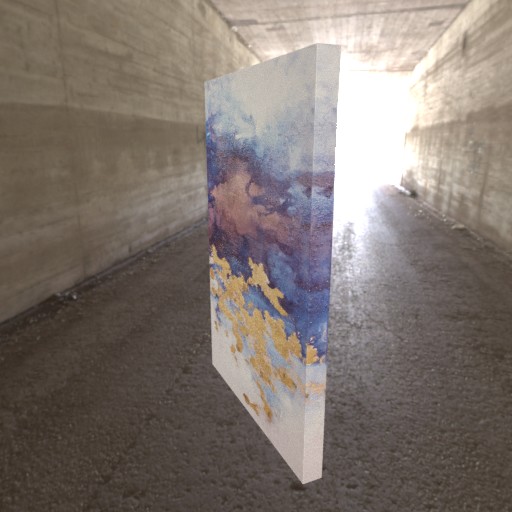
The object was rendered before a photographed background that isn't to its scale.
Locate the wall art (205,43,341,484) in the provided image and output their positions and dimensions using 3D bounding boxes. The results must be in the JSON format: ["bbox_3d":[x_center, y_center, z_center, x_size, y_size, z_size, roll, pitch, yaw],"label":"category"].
[{"bbox_3d":[0.000,0.000,1.109,0.048,0.874,0.583,-7,16,-24],"label":"wall art"}]
